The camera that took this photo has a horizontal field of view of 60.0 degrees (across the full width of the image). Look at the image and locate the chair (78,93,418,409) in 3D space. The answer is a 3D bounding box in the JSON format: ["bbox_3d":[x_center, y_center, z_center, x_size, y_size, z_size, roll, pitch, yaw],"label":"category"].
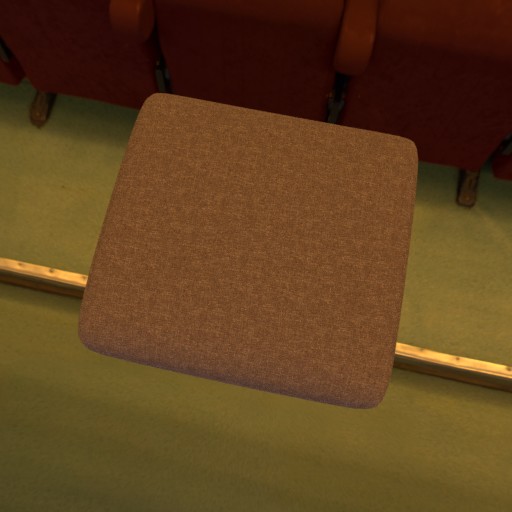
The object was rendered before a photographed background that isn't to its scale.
[{"bbox_3d":[0.000,0.000,0.912,0.530,0.410,0.530,11,76,3],"label":"chair"}]
